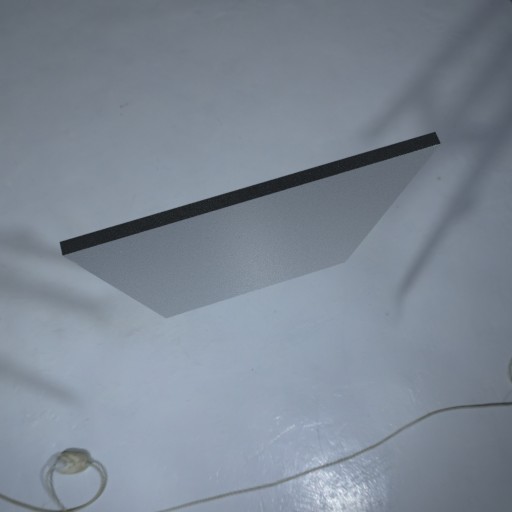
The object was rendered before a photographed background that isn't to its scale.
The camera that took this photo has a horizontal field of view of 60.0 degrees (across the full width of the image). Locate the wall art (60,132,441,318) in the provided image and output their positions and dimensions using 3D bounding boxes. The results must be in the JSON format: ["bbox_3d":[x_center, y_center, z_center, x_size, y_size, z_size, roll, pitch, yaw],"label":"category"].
[{"bbox_3d":[0.000,0.000,1.420,0.816,1.046,0.030,-17,76,-4],"label":"wall art"}]
